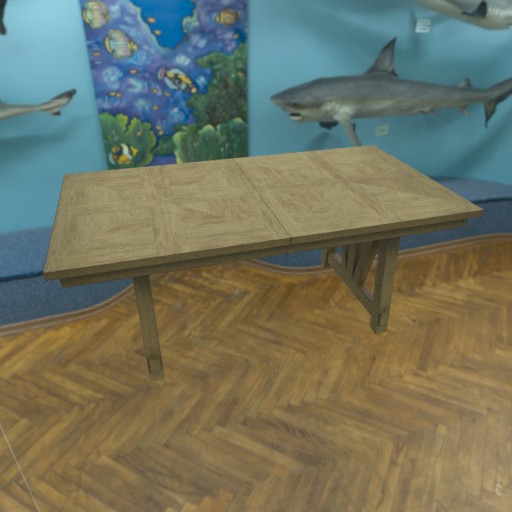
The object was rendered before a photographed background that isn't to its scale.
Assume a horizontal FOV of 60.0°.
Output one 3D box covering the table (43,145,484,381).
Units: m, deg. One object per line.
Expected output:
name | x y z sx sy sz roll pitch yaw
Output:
table | 0.000 0.000 2.422 1.881 0.768 1.016 -9 32 -14
